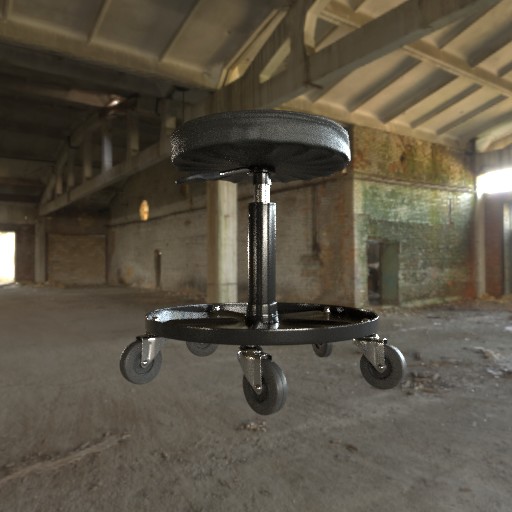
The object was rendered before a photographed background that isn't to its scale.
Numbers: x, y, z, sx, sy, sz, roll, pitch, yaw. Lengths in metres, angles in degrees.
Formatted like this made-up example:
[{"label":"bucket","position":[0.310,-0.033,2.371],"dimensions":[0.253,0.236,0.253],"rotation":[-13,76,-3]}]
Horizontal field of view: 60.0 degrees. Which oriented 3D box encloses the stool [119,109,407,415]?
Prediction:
[{"label":"stool","position":[0.000,0.000,0.681],"dimensions":[0.382,0.365,0.381],"rotation":[1,-1,-36]}]
